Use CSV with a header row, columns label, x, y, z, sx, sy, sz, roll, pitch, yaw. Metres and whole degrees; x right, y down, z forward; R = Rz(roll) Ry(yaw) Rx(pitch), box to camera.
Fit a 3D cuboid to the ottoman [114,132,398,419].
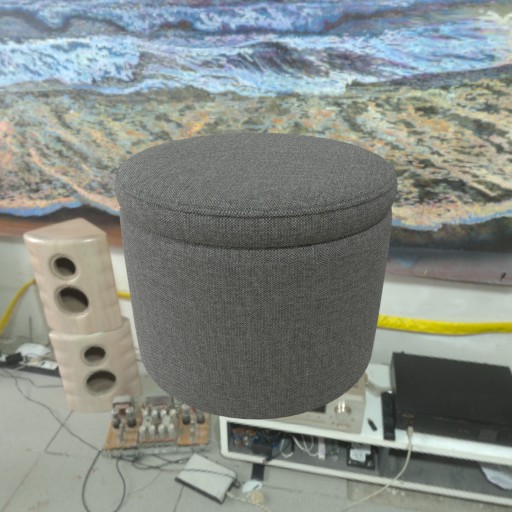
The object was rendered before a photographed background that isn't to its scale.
label,x,y,z,sx,sy,sz,roll,pitch,yaw
ottoman,0.000,0.000,0.922,0.520,0.430,0.520,0,27,0
